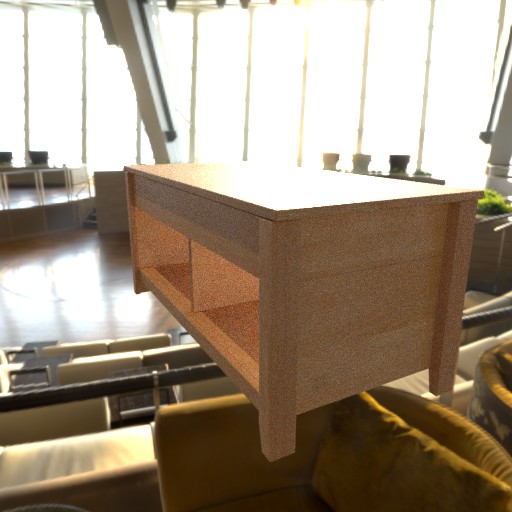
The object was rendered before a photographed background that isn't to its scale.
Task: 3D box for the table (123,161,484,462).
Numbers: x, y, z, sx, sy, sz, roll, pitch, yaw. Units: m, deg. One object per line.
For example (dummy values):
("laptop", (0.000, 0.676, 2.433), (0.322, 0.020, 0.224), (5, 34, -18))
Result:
("table", (0.000, 0.000, 1.261), (0.483, 0.457, 1.016), (-8, 18, -27))
